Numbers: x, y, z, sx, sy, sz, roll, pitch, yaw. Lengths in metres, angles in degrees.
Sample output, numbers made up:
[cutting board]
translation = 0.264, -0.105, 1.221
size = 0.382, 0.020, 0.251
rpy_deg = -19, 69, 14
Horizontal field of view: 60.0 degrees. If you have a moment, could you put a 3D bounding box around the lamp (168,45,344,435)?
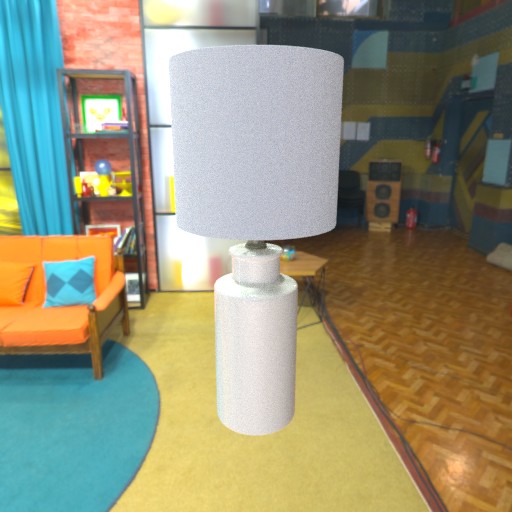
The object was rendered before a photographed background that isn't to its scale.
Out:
[lamp]
translation = 0.000, 0.000, 0.608
size = 0.212, 0.493, 0.212
rpy_deg = -14, 20, -42
